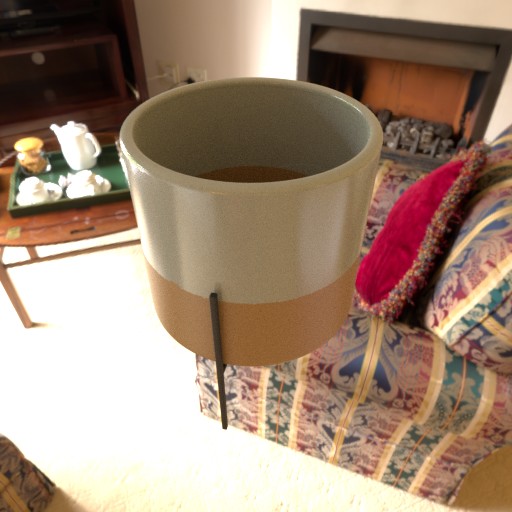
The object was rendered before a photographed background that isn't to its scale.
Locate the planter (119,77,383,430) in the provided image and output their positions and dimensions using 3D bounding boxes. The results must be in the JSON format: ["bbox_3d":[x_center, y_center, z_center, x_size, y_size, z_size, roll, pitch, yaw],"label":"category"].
[{"bbox_3d":[0.000,0.000,0.746,0.360,0.480,0.348,-10,42,-11],"label":"planter"}]
